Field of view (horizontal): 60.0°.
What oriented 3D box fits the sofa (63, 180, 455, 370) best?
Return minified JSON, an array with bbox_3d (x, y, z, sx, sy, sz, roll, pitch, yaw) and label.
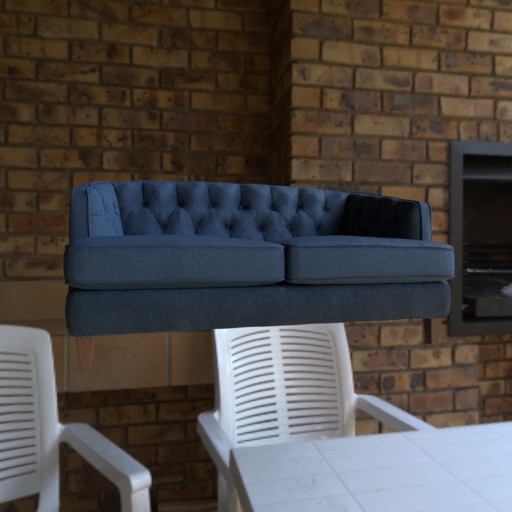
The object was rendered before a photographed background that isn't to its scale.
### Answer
[{"bbox_3d":[0.000,0.000,2.264,1.733,0.854,0.941,0,1,-17],"label":"sofa"}]
